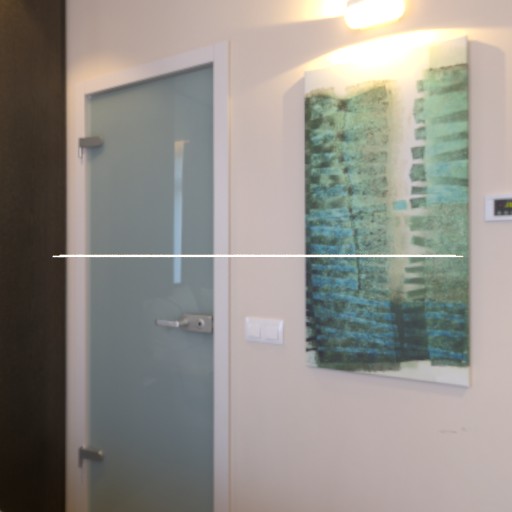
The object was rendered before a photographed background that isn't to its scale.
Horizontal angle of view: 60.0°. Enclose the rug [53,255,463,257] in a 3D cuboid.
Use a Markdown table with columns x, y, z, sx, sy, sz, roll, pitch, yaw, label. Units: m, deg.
| x | y | z | sx | sy | sz | roll | pitch | yaw | label |
| --- | --- | --- | --- | --- | --- | --- | --- | --- | --- |
| 0.000 | 0.000 | 2.015 | 1.146 | 0.006 | 1.556 | 0 | 0 | -1 | rug |
